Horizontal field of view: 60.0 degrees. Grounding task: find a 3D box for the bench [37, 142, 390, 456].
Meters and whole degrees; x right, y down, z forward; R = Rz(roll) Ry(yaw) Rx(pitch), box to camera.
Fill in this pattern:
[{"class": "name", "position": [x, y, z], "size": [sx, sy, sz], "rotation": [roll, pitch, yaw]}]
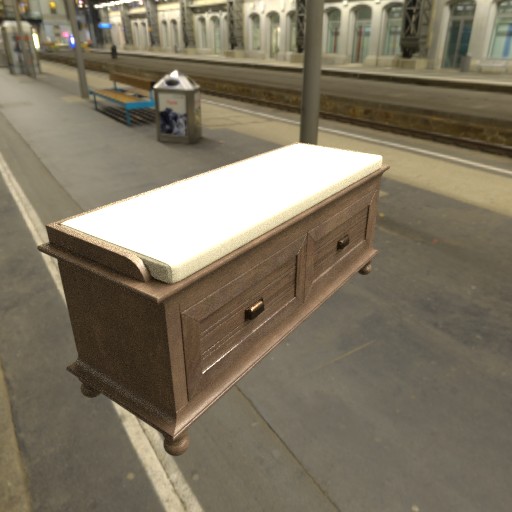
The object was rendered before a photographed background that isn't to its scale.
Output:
[{"class": "bench", "position": [0.000, 0.000, 1.444], "size": [0.402, 0.501, 1.185], "rotation": [18, 31, 32]}]
